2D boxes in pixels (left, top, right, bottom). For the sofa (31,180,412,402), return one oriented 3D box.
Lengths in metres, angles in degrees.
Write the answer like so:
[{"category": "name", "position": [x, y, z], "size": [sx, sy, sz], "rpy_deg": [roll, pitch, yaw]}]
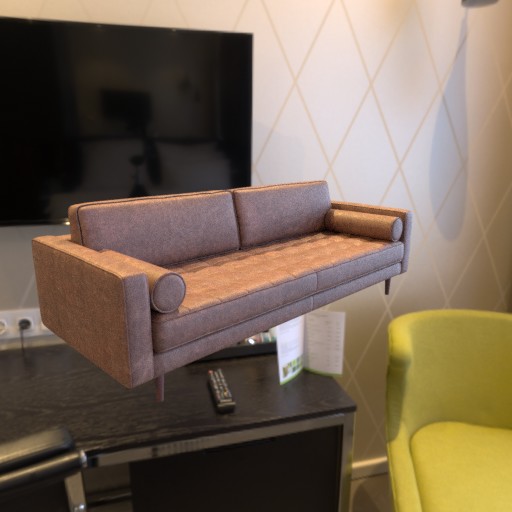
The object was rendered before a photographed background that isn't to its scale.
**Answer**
[{"category": "sofa", "position": [0.000, 0.000, 2.629], "size": [0.914, 0.762, 2.210], "rpy_deg": [14, 20, 43]}]
